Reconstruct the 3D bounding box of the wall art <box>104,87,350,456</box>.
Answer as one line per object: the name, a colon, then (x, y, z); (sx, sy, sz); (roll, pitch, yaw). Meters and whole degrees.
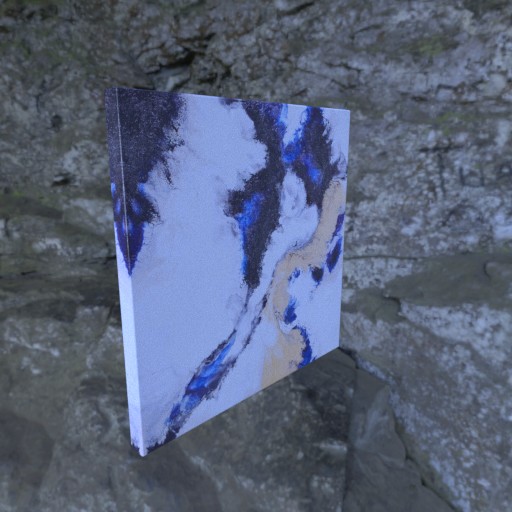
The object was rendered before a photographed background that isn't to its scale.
wall art: (0.000, 0.000, 0.924); (0.039, 0.609, 0.609); (13, 19, 42)
